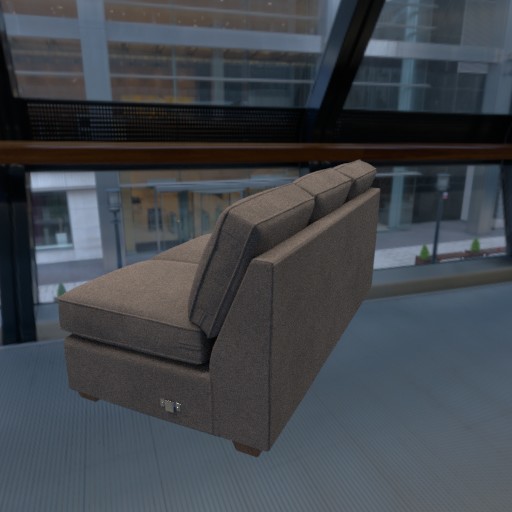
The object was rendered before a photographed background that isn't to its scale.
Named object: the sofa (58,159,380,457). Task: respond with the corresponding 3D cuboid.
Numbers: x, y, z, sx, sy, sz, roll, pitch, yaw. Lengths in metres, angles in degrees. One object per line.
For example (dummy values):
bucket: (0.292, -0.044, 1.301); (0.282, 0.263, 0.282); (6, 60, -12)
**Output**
sofa: (0.000, 0.000, 2.521); (1.027, 0.973, 1.962); (7, 18, 24)
